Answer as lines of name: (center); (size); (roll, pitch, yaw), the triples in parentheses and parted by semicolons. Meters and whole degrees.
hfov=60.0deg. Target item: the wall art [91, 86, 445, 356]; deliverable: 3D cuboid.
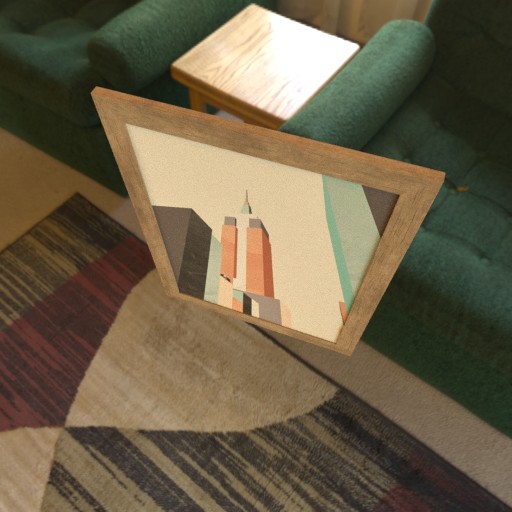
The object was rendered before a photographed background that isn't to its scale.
wall art: (0.000, 0.000, 0.929); (0.534, 0.686, 0.018); (17, 60, 10)
